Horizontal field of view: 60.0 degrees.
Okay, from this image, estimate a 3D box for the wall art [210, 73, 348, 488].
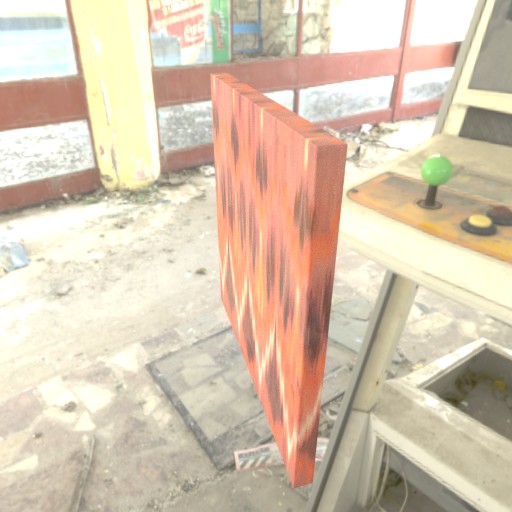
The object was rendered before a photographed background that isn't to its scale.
[{"bbox_3d":[0.000,0.000,0.886,0.037,0.609,0.603,-8,31,-14],"label":"wall art"}]
